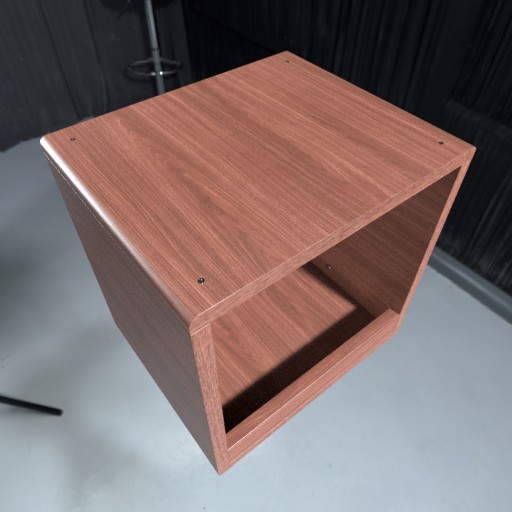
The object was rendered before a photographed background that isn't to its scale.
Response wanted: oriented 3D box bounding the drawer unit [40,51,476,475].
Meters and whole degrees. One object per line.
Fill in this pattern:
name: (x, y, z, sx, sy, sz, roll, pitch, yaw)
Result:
drawer unit: (0.000, 0.000, 0.586, 0.349, 0.351, 0.290, -30, 54, -25)
